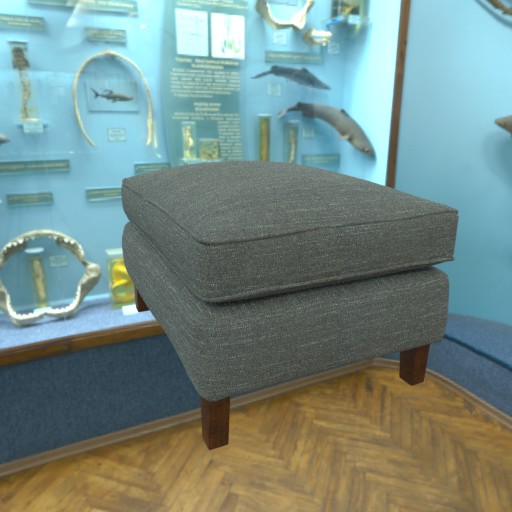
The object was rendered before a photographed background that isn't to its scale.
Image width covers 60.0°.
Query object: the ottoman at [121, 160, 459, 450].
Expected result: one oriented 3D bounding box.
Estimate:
[{"bbox_3d":[0.000,0.000,0.986,0.508,0.406,0.686,-8,19,-24],"label":"ottoman"}]
